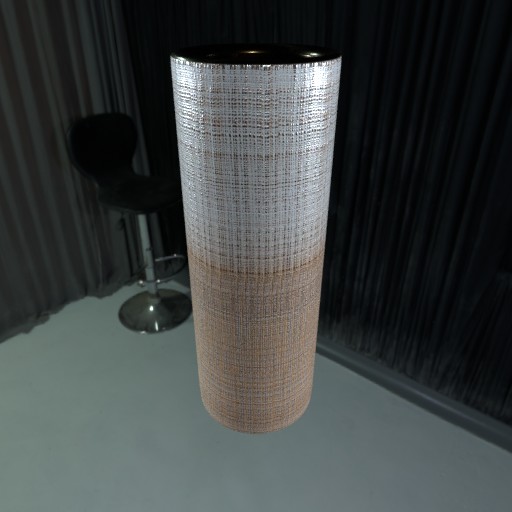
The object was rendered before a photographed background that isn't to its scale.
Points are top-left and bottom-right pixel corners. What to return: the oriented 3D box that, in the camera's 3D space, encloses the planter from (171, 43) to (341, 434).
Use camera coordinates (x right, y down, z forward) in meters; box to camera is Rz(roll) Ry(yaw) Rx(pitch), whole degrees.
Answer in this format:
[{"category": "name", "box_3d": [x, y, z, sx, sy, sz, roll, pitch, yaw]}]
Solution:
[{"category": "planter", "box_3d": [0.000, 0.000, 0.328, 0.099, 0.278, 0.099, 20, 36, 31]}]
